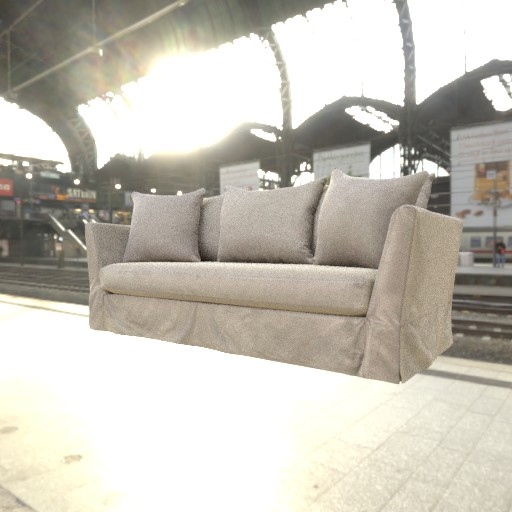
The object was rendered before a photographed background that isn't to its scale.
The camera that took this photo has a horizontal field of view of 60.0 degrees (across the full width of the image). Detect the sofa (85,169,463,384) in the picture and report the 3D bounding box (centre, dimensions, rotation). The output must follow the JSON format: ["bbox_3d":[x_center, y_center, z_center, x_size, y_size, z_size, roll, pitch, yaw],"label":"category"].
[{"bbox_3d":[0.000,0.000,2.861,2.290,1.034,1.031,1,1,35],"label":"sofa"}]
